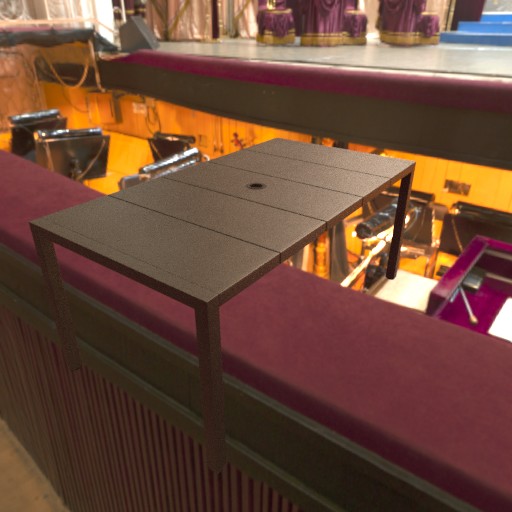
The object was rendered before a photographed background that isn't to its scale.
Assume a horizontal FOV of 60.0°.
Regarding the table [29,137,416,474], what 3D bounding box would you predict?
[{"bbox_3d":[0.000,0.000,2.214,0.914,0.735,1.680,19,34,32],"label":"table"}]
